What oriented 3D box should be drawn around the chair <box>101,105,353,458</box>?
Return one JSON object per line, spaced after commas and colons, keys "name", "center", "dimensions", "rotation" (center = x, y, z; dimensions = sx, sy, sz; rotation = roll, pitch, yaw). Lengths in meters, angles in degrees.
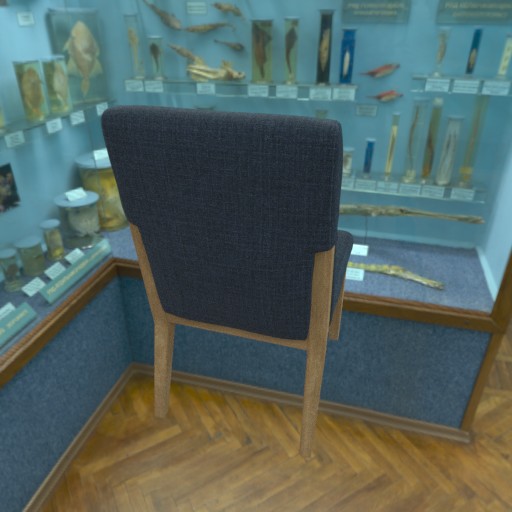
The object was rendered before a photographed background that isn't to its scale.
{"name": "chair", "center": [0.000, 0.000, 1.272], "dimensions": [0.507, 0.911, 0.586], "rotation": [9, 31, 15]}
